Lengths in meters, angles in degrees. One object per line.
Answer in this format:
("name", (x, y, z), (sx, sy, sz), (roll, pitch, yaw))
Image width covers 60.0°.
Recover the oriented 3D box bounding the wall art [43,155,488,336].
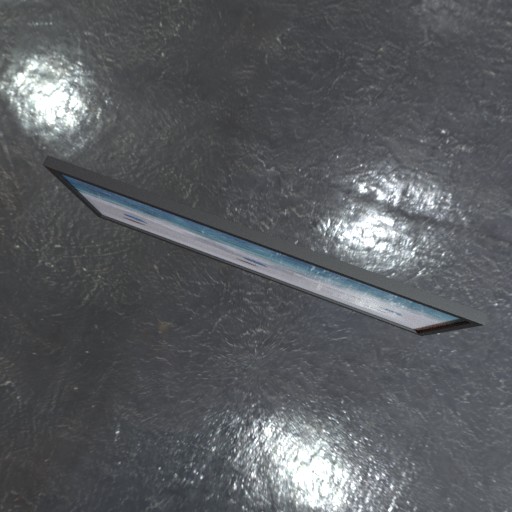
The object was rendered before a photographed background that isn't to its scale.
("wall art", (0.000, 0.000, 1.750), (1.572, 0.554, 0.041), (20, 77, 5))
